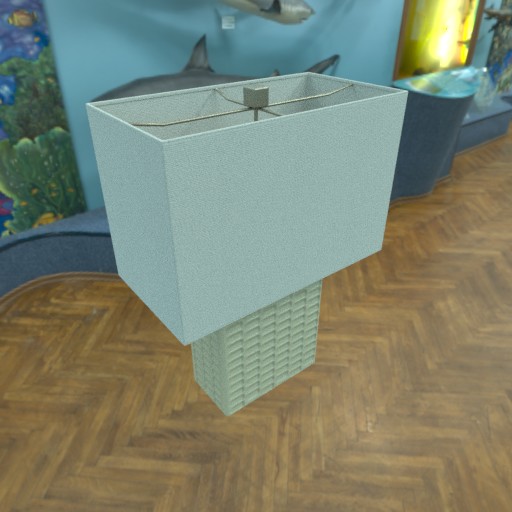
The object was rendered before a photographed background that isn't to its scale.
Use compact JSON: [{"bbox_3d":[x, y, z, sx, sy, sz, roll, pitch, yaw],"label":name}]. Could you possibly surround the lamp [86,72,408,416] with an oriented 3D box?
[{"bbox_3d":[0.000,0.000,0.707,0.380,0.515,0.200,-22,38,-32],"label":"lamp"}]
